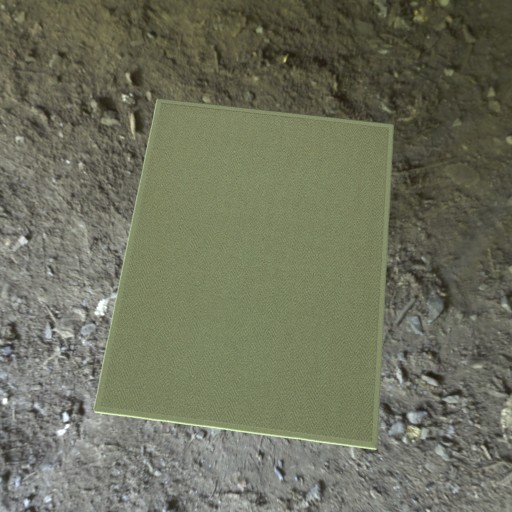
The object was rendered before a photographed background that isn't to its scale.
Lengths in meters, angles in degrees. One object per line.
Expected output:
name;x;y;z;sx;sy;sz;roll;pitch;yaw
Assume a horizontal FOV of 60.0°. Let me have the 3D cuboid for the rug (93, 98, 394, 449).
rug;0.000;0.000;4.095;2.407;0.020;3.051;7;76;2
